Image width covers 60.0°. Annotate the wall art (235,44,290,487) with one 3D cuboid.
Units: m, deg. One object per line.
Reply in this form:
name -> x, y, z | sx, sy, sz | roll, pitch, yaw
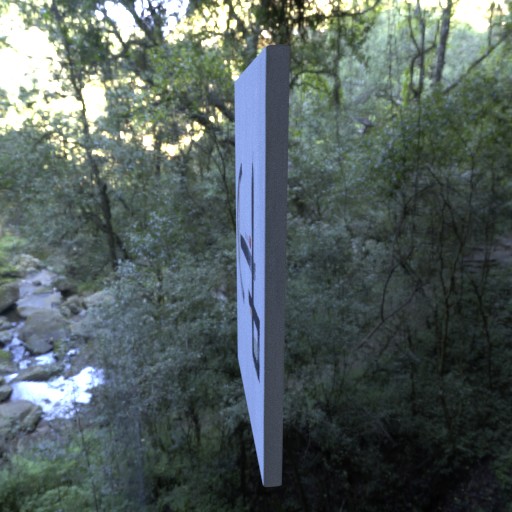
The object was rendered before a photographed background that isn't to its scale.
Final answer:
wall art -> 0.000, 0.000, 1.162 | 0.048, 0.916, 0.602 | -2, 16, -7
